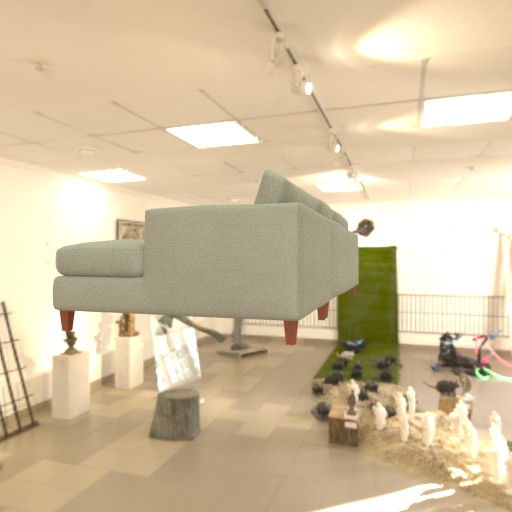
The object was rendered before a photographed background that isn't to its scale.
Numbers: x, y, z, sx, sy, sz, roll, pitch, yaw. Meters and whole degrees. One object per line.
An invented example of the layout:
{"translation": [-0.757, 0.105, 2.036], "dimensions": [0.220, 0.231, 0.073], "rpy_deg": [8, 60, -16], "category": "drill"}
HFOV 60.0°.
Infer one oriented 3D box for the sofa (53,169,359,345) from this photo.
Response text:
{"translation": [0.000, 0.000, 4.135], "dimensions": [1.604, 0.950, 3.471], "rpy_deg": [0, 0, 18], "category": "sofa"}
